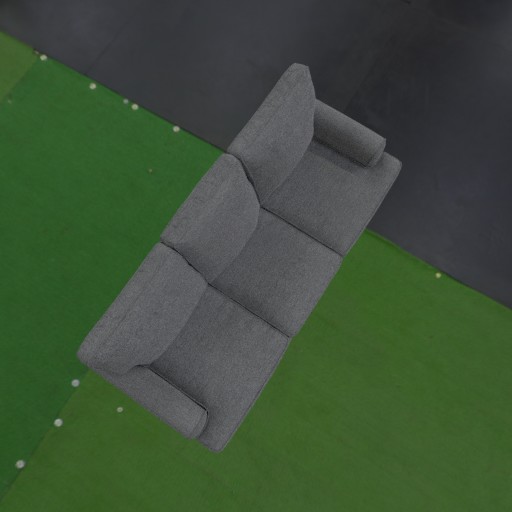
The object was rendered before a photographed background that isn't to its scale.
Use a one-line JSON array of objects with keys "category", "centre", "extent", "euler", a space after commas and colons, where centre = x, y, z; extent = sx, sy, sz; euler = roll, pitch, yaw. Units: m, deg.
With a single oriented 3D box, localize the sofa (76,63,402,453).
[{"category": "sofa", "centre": [0.000, 0.000, 2.730], "extent": [0.951, 0.965, 2.158], "euler": [33, 78, 8]}]
